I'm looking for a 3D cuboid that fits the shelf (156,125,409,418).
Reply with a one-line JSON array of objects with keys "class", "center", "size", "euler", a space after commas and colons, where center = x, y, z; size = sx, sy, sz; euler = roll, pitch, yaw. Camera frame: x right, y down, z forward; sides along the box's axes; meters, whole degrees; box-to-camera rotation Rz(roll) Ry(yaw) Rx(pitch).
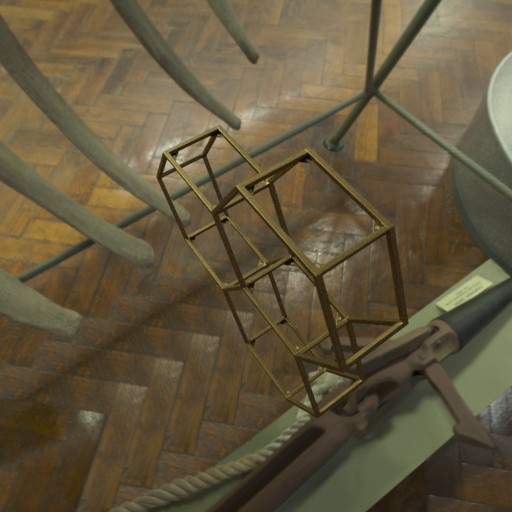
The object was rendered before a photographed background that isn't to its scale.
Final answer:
[{"class": "shelf", "center": [0.000, 0.000, 1.047], "size": [0.150, 0.701, 0.708], "euler": [-31, 63, -18]}]
